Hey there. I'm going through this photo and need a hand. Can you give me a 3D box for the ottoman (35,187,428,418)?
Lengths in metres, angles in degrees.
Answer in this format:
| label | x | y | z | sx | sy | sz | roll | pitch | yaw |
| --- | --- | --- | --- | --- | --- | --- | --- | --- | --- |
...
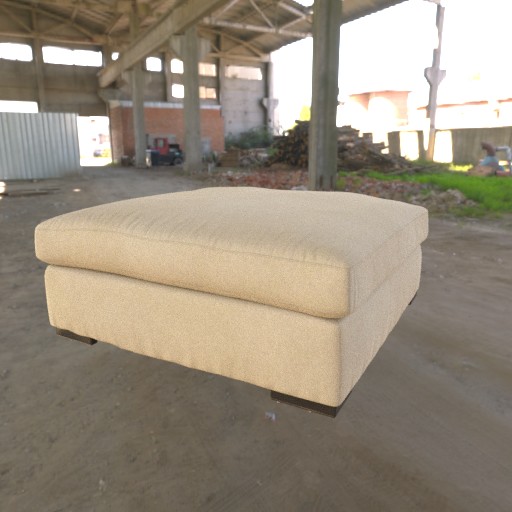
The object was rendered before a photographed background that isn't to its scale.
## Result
| label | x | y | z | sx | sy | sz | roll | pitch | yaw |
| --- | --- | --- | --- | --- | --- | --- | --- | --- | --- |
| ottoman | 0.000 | 0.000 | 1.840 | 1.190 | 0.522 | 1.205 | 7 | 15 | 28 |
